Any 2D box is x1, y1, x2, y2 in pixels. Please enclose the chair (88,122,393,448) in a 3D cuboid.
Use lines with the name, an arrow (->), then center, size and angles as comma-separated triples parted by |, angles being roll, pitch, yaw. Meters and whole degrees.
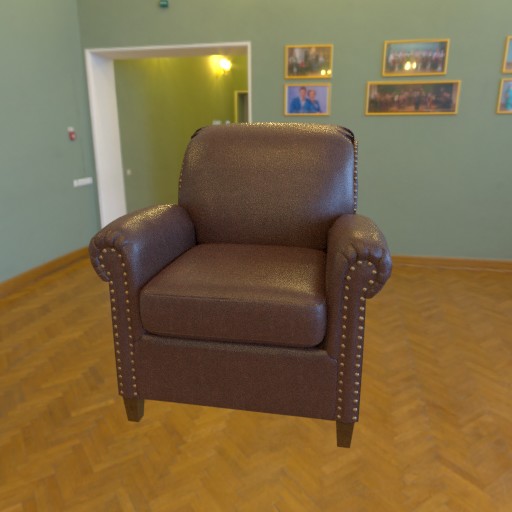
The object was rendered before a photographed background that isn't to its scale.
chair -> 0.000, 0.000, 1.595 | 0.854, 0.927, 0.890 | 3, 16, 10
